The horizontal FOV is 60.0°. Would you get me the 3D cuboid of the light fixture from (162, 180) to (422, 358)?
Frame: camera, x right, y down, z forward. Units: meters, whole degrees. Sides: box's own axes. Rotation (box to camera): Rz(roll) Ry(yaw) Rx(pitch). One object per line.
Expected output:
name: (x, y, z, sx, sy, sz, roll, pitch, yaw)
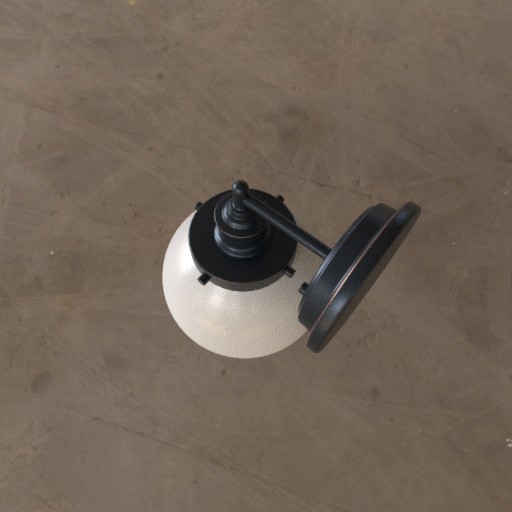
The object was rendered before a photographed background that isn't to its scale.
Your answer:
light fixture: (0.000, 0.000, 0.467, 0.230, 0.332, 0.197, 36, 69, 16)
